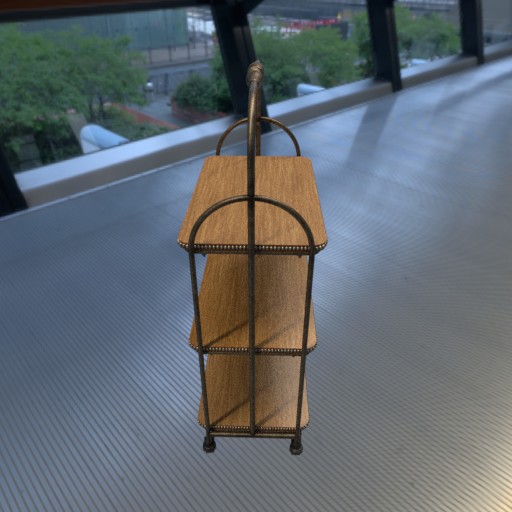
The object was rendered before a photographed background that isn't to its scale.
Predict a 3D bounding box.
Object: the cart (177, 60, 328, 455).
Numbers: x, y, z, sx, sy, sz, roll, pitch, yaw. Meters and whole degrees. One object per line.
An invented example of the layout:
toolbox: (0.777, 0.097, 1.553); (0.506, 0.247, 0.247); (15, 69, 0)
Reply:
cart: (0.000, 0.000, 1.305); (0.330, 1.052, 0.650); (1, 33, 1)
